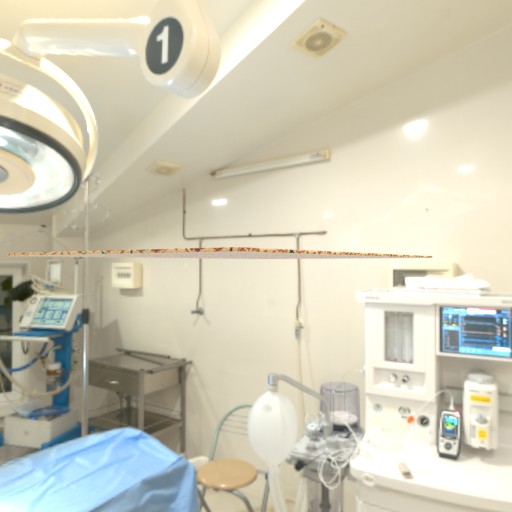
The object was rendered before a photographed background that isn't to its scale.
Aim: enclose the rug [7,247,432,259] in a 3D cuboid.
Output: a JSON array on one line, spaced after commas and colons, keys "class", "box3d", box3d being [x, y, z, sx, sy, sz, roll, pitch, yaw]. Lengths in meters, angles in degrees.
[{"class": "rug", "box3d": [0.000, 0.000, 2.220, 1.226, 0.013, 1.838, -1, -1, 36]}]
